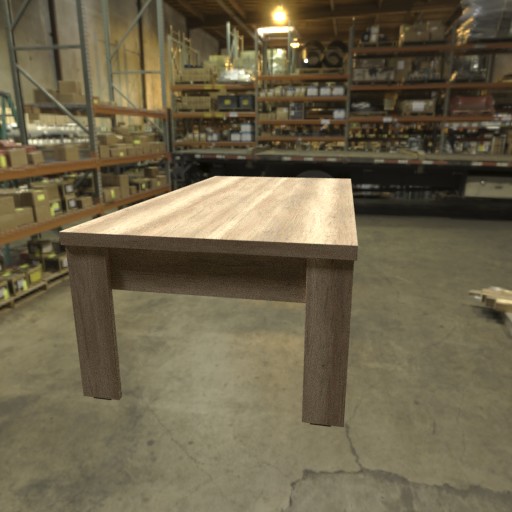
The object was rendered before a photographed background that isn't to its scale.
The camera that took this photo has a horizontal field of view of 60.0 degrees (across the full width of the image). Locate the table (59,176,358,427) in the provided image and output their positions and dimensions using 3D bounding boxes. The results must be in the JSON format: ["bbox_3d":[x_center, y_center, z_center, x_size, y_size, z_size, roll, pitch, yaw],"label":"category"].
[{"bbox_3d":[0.000,0.000,1.697,0.700,0.460,1.350,3,16,11],"label":"table"}]
